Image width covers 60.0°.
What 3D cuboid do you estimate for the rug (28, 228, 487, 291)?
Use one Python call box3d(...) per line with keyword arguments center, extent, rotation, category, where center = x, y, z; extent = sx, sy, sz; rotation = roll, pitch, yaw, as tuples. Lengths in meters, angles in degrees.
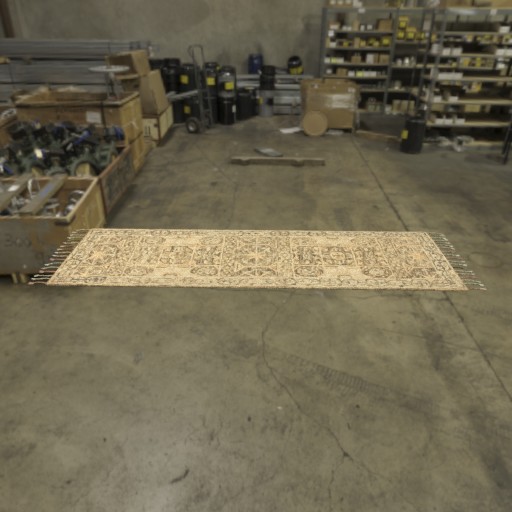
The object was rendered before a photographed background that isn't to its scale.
box3d(center=(0.000, 0.000, 2.884), extent=(2.664, 0.011, 0.762), rotation=(1, 29, 1), category="rug")
